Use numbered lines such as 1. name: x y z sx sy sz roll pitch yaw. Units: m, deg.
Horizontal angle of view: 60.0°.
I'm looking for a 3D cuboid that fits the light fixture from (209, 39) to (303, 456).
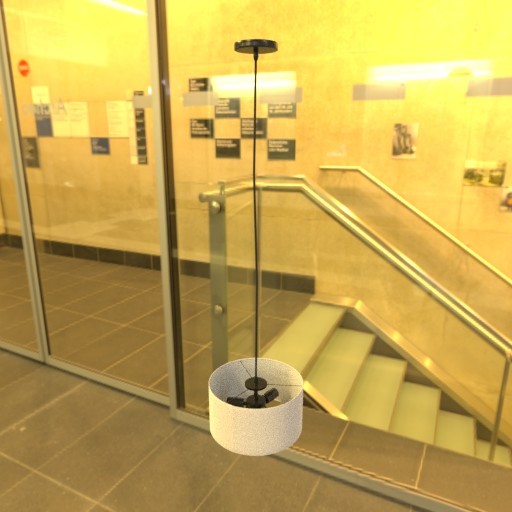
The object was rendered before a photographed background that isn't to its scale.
1. light fixture: 0.000 0.000 1.725 0.399 1.516 0.399 0 16 0
